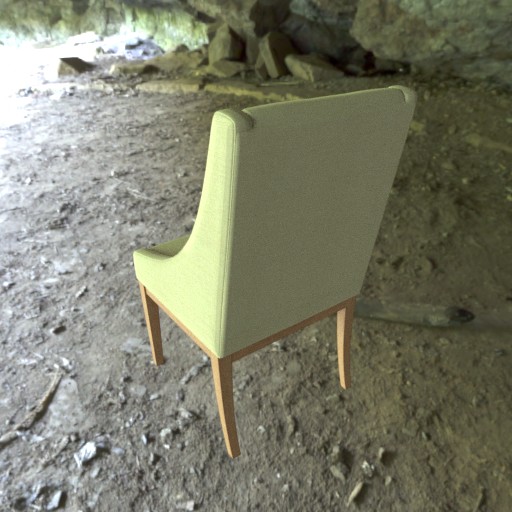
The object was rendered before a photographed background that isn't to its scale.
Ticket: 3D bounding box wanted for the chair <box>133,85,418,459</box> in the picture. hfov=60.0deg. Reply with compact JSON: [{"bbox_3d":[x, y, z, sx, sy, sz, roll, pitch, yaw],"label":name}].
[{"bbox_3d":[0.000,0.000,1.376,0.575,1.021,0.611,-19,35,-30],"label":"chair"}]
